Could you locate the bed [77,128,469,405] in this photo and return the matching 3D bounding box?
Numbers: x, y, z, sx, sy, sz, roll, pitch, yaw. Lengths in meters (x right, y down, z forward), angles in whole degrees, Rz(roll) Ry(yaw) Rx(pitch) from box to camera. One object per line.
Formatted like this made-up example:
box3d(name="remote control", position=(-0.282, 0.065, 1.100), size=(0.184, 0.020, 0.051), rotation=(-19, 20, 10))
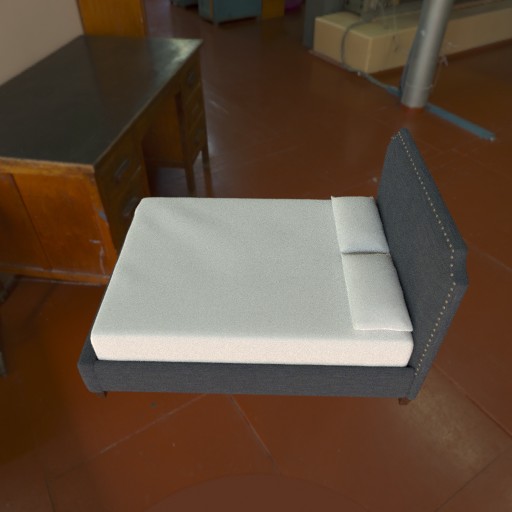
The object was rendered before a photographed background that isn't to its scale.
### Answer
box3d(name="bed", position=(0.000, 0.000, 3.395), size=(2.372, 1.443, 1.713), rotation=(1, 42, 1))
